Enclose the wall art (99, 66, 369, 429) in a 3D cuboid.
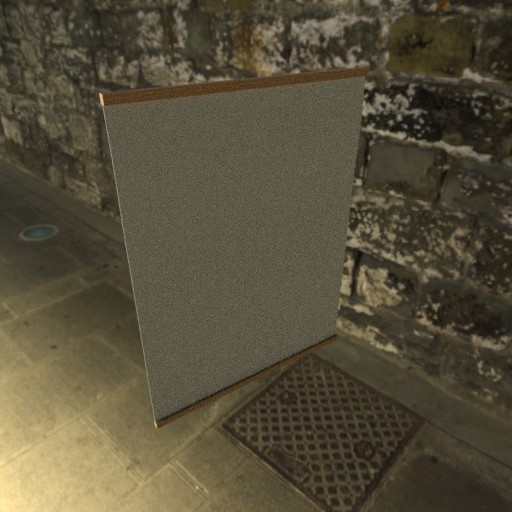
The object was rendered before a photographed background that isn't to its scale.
[{"bbox_3d":[0.000,0.000,0.805,0.458,0.605,0.011,-18,35,-29],"label":"wall art"}]
